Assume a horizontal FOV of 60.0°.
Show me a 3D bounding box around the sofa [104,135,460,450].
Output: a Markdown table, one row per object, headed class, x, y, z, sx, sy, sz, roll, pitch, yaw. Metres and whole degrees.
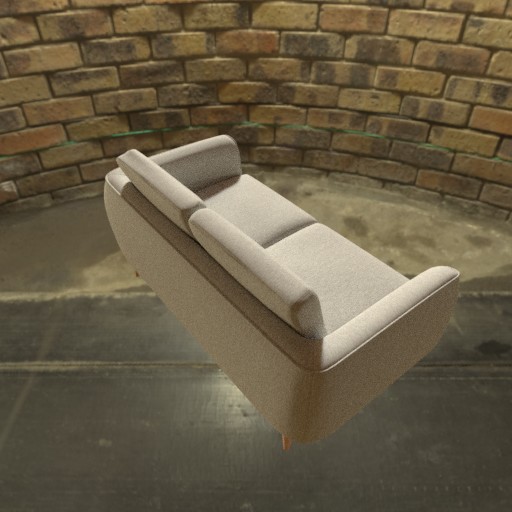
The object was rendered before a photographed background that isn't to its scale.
| class | x | y | z | sx | sy | sz | roll | pitch | yaw |
| --- | --- | --- | --- | --- | --- | --- | --- | --- | --- |
| sofa | 0.000 | 0.000 | 2.223 | 0.920 | 0.850 | 1.700 | -27 | 47 | -28 |
